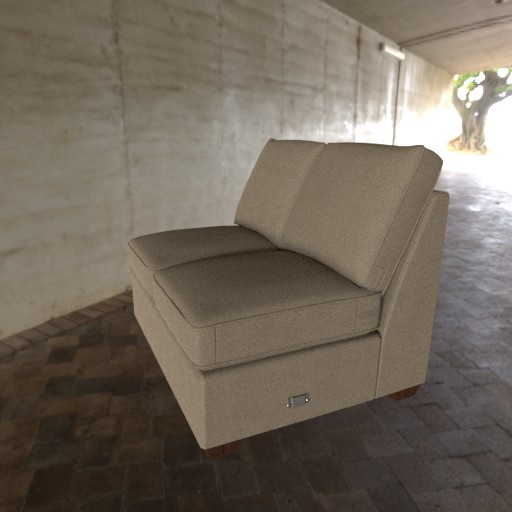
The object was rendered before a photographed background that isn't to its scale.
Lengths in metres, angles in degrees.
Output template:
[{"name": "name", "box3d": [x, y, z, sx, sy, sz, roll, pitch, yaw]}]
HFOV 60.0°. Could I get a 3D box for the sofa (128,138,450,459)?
[{"name": "sofa", "box3d": [0.000, 0.000, 2.011, 0.978, 1.006, 1.232, -7, 18, -24]}]
